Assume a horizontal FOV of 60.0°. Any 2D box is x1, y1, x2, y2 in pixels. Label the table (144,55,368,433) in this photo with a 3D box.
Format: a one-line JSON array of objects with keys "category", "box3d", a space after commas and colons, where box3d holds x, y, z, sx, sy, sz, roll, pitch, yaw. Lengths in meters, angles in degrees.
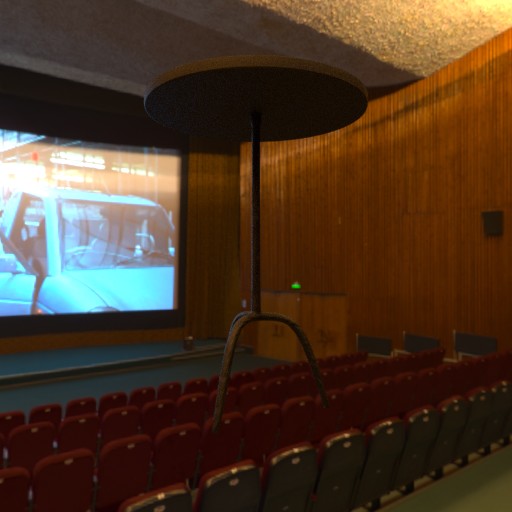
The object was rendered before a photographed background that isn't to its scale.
[{"category": "table", "box3d": [0.000, 0.000, 1.024, 0.502, 0.700, 0.502, 0, 0, -37]}]
